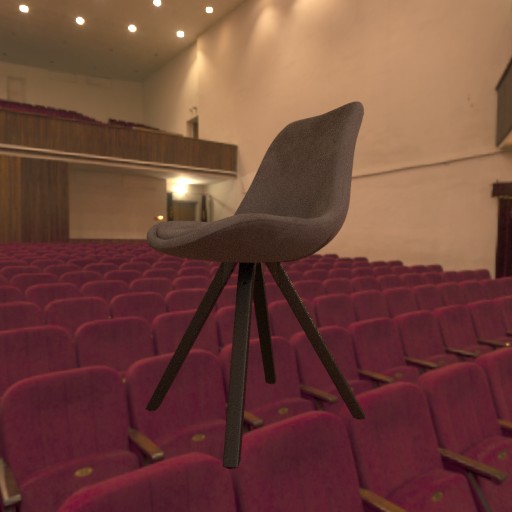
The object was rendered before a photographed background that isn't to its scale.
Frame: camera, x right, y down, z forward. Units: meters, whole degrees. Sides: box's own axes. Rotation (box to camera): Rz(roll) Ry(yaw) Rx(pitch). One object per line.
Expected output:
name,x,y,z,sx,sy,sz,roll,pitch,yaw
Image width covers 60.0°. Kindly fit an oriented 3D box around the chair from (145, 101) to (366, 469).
chair,0.000,0.000,1.183,0.550,0.850,0.476,-1,2,-37
